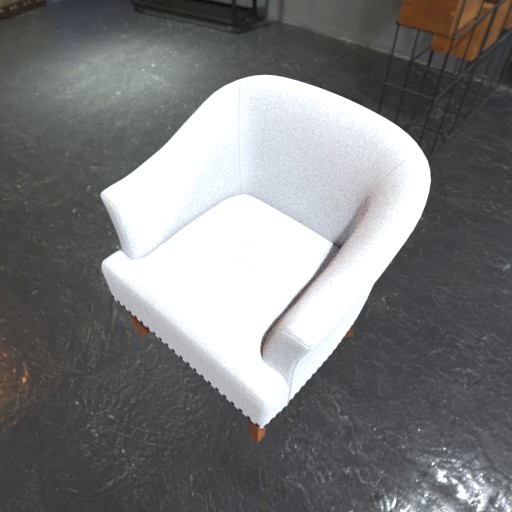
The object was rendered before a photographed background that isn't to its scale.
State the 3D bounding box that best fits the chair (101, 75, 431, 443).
[{"bbox_3d":[0.000,0.000,1.398,0.798,0.815,0.704,33,56,27],"label":"chair"}]
